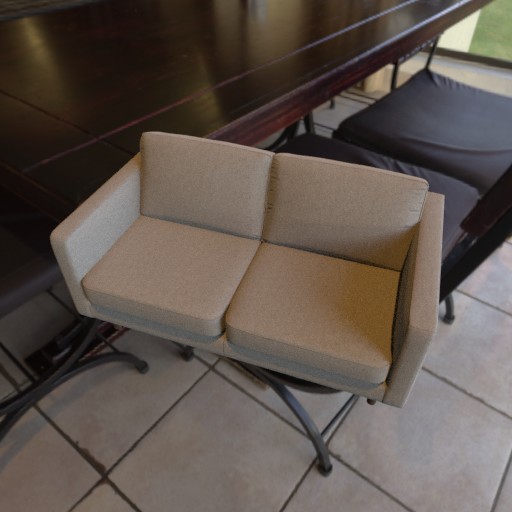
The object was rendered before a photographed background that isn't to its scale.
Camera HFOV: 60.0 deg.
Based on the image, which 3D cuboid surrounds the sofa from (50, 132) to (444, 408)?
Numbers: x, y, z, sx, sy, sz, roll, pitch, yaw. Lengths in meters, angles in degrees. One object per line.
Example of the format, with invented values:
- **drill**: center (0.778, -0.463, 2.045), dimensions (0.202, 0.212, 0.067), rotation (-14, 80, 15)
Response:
- **sofa**: center (0.000, 0.000, 2.334), dimensions (1.731, 0.900, 1.000), rotation (13, 43, 14)
